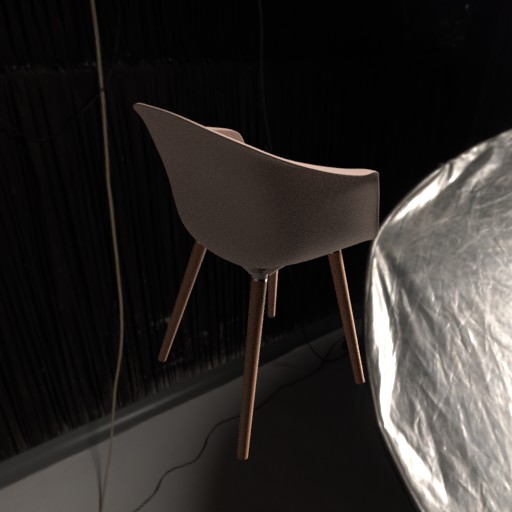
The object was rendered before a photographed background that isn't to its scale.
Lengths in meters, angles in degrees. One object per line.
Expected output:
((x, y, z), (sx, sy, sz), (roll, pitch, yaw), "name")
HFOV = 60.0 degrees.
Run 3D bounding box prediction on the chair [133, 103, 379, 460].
((0.000, 0.000, 1.141), (0.504, 0.781, 0.593), (-18, 32, -32), "chair")
